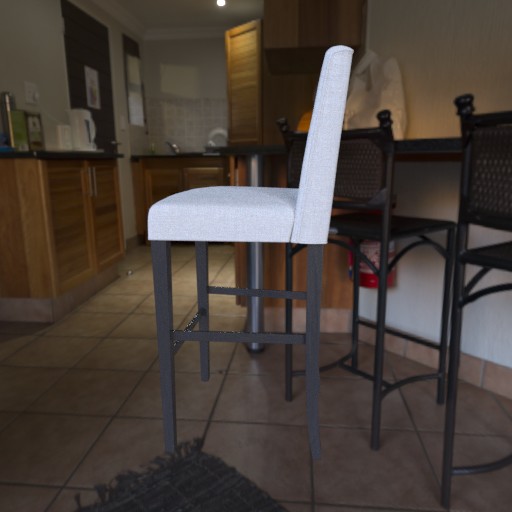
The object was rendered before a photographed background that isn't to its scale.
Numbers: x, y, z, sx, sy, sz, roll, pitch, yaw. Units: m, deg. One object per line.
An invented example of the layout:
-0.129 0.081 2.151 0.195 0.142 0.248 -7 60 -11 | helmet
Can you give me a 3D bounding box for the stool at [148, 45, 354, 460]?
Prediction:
0.000 0.000 1.373 0.509 1.116 0.474 2 13 8 | stool
